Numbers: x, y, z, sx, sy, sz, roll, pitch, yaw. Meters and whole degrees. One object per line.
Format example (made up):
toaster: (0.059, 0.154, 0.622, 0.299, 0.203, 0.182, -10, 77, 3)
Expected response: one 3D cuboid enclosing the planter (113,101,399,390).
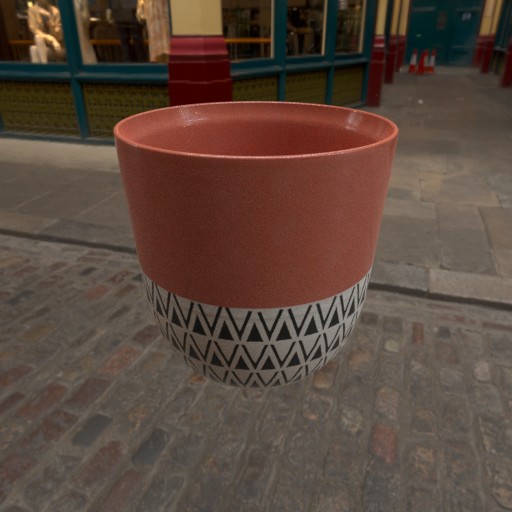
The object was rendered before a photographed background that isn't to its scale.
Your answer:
planter: (0.000, 0.000, 0.363, 0.195, 0.214, 0.195, 0, 27, 0)
